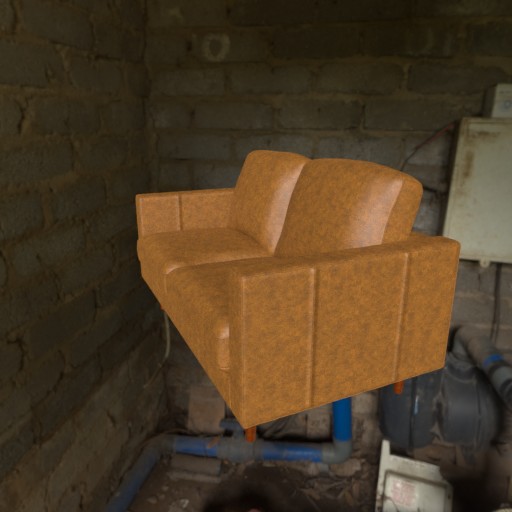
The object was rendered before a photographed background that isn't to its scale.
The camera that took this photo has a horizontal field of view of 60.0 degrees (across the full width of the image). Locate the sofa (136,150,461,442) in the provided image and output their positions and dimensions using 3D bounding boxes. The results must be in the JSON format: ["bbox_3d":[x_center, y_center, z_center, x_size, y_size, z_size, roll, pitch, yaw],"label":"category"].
[{"bbox_3d":[0.000,0.000,2.161,0.909,0.951,1.578,-8,19,-24],"label":"sofa"}]
